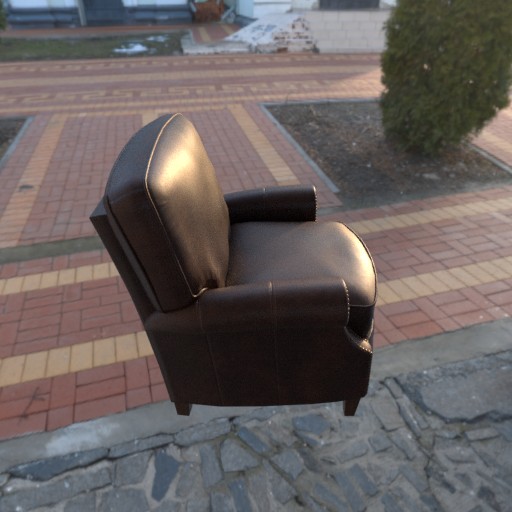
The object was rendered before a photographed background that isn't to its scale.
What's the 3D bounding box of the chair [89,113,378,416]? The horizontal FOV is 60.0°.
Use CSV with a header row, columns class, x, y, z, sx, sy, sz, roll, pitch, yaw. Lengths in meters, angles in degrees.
class,x,y,z,sx,sy,sz,roll,pitch,yaw
chair,0.000,0.000,1.761,0.986,1.018,0.936,0,31,-1
